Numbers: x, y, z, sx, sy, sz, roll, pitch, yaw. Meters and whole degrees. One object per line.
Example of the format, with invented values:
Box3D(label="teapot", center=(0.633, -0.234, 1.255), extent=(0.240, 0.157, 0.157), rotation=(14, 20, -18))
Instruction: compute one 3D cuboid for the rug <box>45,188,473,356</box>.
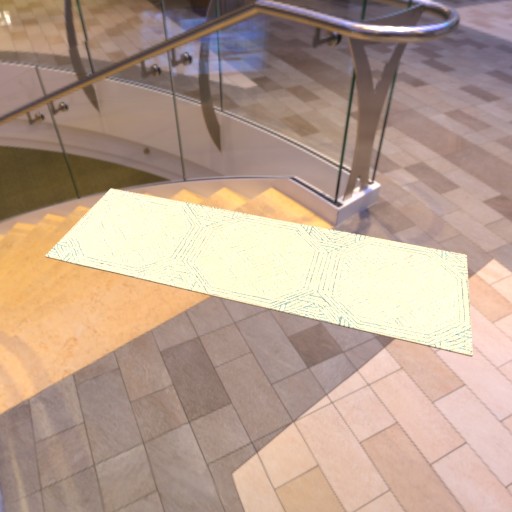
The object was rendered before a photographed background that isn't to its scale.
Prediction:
Box3D(label="rug", center=(0.000, 0.000, 2.699), extent=(2.452, 0.012, 0.775), rotation=(12, 44, 13))
